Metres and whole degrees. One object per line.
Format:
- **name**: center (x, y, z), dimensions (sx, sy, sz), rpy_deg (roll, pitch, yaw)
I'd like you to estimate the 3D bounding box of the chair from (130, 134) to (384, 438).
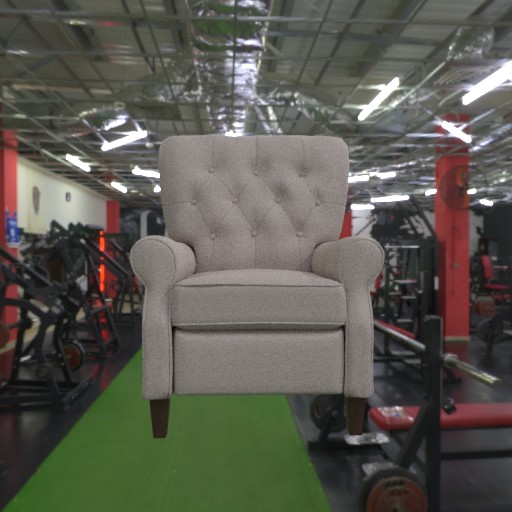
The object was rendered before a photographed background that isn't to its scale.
- **chair**: center (0.000, 0.000, 1.946), dimensions (0.942, 1.209, 1.025), rpy_deg (0, 1, -2)
